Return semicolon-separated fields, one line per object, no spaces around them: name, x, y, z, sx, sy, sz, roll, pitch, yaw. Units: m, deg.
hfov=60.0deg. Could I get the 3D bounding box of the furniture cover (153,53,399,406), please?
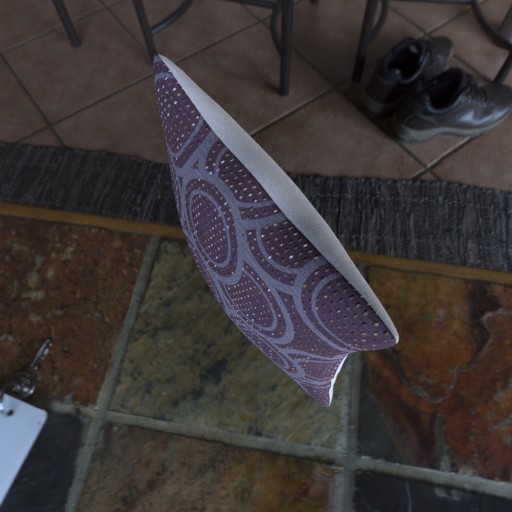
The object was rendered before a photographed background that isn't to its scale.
furniture cover;0.000;0.000;0.808;0.193;0.509;0.552;-31;68;-14
